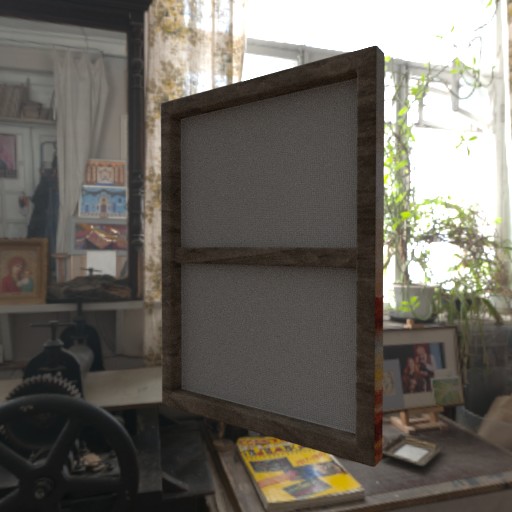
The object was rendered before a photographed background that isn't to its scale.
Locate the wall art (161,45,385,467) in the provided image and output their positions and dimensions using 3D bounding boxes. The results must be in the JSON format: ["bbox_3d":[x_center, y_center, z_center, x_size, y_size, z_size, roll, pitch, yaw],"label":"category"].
[{"bbox_3d":[0.000,0.000,0.773,0.443,0.605,0.035,1,1,35],"label":"wall art"}]
